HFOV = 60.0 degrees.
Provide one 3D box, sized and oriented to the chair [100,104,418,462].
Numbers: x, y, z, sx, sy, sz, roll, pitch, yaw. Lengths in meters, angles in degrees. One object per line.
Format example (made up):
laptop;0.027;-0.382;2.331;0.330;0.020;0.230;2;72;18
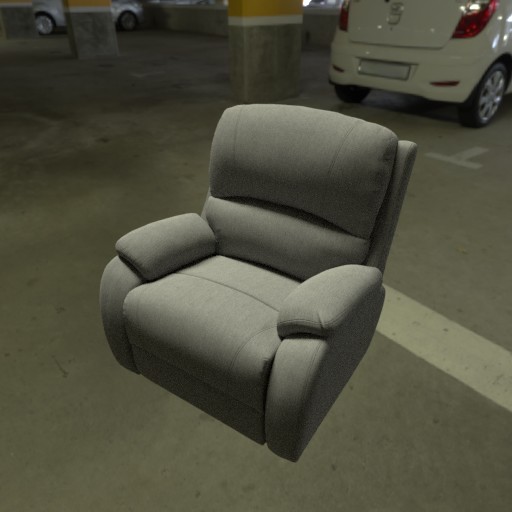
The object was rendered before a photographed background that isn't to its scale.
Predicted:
chair;0.000;0.000;1.724;0.930;1.011;0.899;18;35;28
